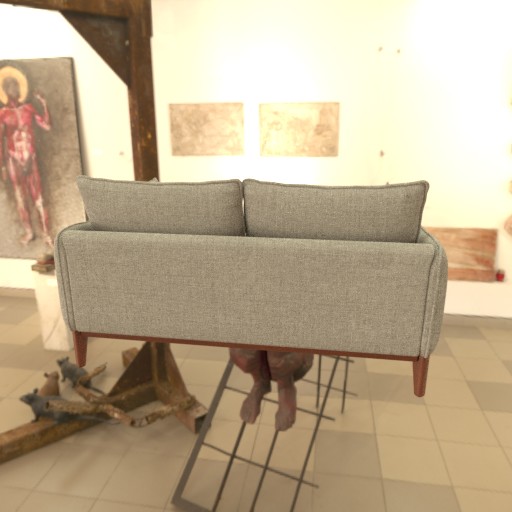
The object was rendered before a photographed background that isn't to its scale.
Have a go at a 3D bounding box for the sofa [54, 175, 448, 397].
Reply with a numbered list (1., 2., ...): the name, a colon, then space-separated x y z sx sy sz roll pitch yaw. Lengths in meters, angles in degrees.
1. sofa: 0.000 0.000 2.165 1.580 0.851 0.972 3 17 8
